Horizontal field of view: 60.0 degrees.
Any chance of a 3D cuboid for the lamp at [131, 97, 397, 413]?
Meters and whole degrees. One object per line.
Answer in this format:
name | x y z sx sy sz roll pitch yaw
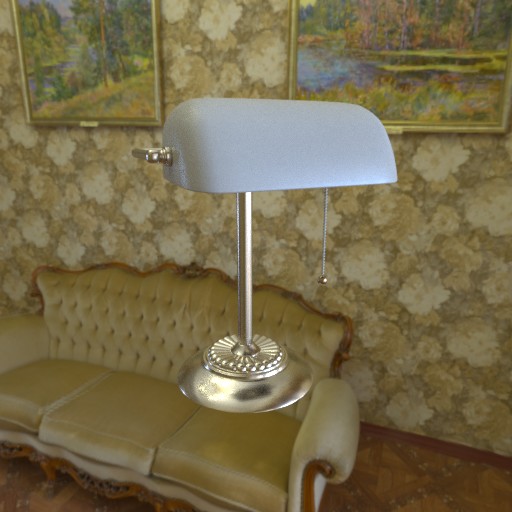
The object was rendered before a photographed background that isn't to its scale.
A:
lamp | 0.000 0.000 0.517 0.264 0.339 0.243 -7 17 -25
